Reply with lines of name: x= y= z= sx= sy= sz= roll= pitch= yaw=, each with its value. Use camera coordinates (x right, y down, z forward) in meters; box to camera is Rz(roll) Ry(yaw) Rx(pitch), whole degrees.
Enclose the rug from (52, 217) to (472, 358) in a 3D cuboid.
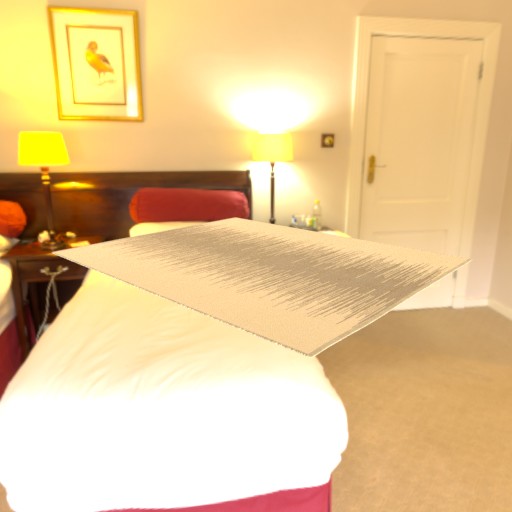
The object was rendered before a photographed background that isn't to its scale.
rug: x=0.000 y=0.000 z=4.090 sx=3.037 sy=0.010 sz=2.453 roll=14 pitch=21 yaw=41
